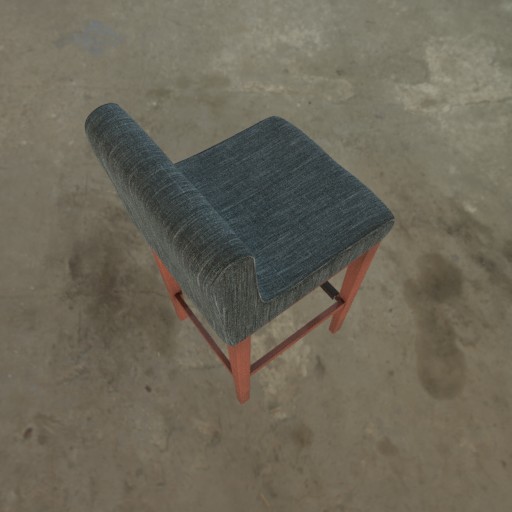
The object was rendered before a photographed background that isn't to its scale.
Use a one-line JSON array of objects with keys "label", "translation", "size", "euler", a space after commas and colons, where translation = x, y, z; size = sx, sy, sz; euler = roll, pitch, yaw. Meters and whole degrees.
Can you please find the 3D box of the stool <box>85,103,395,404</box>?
[{"label": "stool", "translation": [0.000, 0.000, 1.074], "size": [0.459, 0.835, 0.395], "euler": [-33, 64, -19]}]
